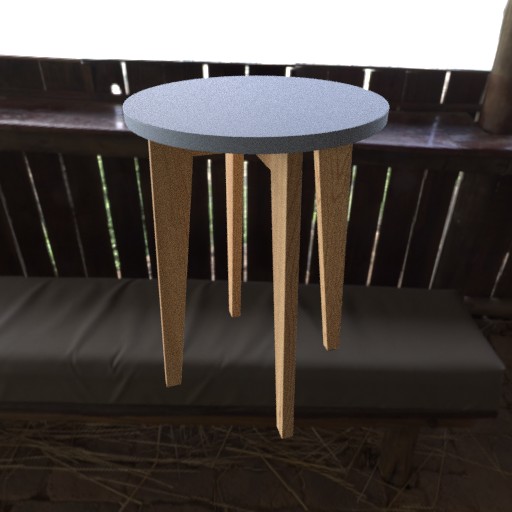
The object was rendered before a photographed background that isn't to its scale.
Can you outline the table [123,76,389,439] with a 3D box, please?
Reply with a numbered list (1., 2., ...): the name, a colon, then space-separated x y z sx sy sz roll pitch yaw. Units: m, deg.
1. table: 0.000 0.000 0.732 0.350 0.500 0.350 0 32 0
